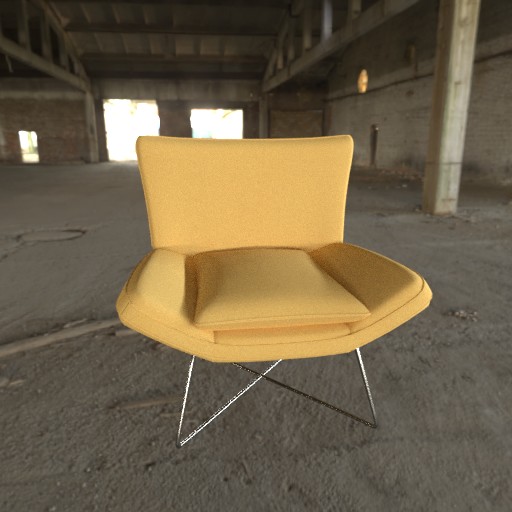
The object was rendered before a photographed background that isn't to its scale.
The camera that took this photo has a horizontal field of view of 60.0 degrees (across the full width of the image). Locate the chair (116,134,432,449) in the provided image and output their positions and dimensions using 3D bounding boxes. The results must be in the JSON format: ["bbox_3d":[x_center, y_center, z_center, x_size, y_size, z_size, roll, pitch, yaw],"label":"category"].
[{"bbox_3d":[0.000,0.000,1.614,0.859,0.855,1.008,-2,15,-8],"label":"chair"}]
